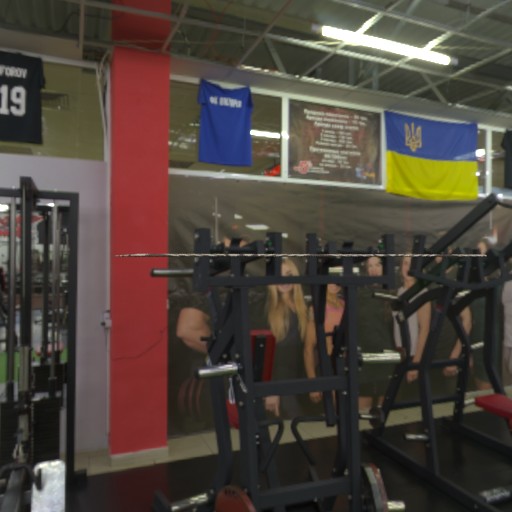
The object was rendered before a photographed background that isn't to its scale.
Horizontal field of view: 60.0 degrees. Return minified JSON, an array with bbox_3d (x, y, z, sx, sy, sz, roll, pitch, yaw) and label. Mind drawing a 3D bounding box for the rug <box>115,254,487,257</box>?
[{"bbox_3d":[0.000,0.000,4.188,2.438,0.016,3.048,0,0,-20],"label":"rug"}]
